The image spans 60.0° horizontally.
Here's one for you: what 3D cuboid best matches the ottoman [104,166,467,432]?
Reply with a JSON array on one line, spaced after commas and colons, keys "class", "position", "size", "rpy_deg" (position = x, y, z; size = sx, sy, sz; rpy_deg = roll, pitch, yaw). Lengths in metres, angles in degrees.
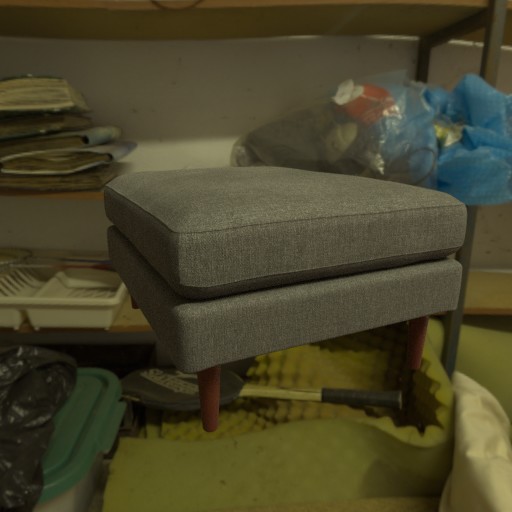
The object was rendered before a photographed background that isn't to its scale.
[{"class": "ottoman", "position": [0.000, 0.000, 1.242], "size": [0.693, 0.474, 0.821], "rpy_deg": [-7, 17, -25]}]
